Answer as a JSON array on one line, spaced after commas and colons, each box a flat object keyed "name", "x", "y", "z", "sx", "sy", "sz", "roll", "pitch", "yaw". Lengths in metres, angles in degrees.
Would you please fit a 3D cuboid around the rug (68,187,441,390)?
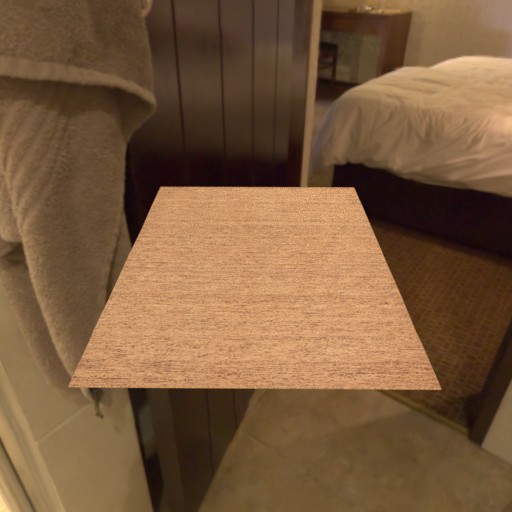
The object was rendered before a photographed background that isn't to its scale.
[{"name": "rug", "x": 0.000, "y": 0.000, "z": 4.247, "sx": 2.448, "sy": 0.013, "sz": 3.205, "roll": 0, "pitch": 33, "yaw": 0}]
